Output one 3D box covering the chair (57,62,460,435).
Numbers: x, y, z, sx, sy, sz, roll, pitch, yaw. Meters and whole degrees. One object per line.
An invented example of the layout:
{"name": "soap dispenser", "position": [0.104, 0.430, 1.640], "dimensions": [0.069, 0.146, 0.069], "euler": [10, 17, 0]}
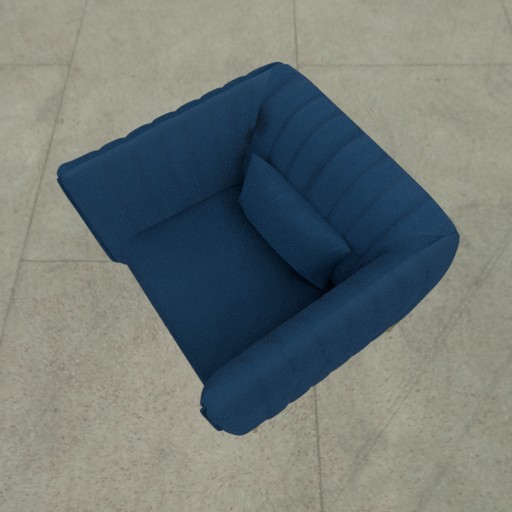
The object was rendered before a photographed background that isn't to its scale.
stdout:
{"name": "chair", "position": [0.000, 0.000, 1.591], "dimensions": [0.877, 0.793, 0.947], "euler": [-33, 69, -15]}
